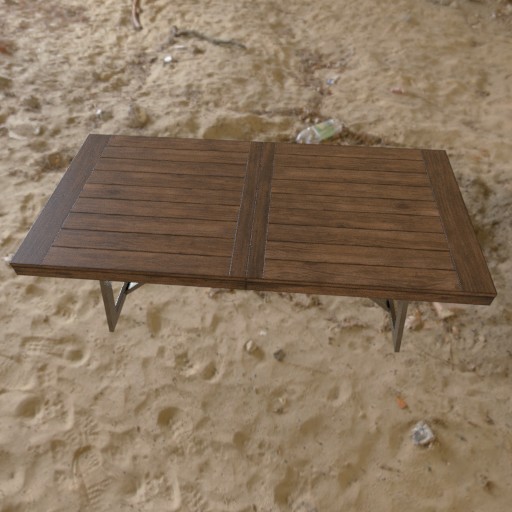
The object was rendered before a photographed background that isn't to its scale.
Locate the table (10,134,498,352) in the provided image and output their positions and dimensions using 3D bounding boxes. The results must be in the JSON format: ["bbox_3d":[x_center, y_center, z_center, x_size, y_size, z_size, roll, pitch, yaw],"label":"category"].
[{"bbox_3d":[0.000,0.000,2.282,1.867,0.757,0.931,3,47,3],"label":"table"}]
